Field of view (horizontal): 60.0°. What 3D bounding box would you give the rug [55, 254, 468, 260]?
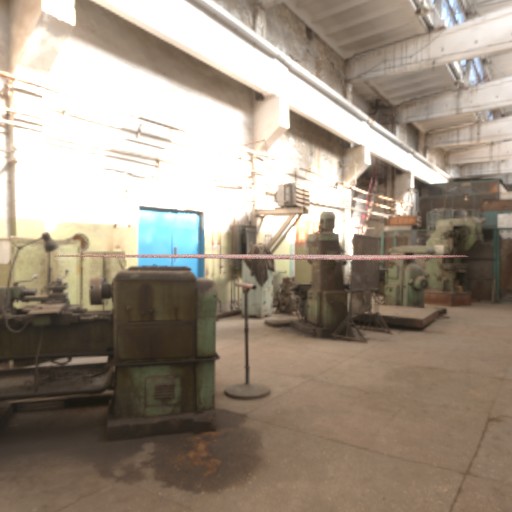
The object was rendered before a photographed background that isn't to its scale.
[{"bbox_3d":[0.000,0.000,2.340,1.829,0.006,1.219,0,1,36],"label":"rug"}]
